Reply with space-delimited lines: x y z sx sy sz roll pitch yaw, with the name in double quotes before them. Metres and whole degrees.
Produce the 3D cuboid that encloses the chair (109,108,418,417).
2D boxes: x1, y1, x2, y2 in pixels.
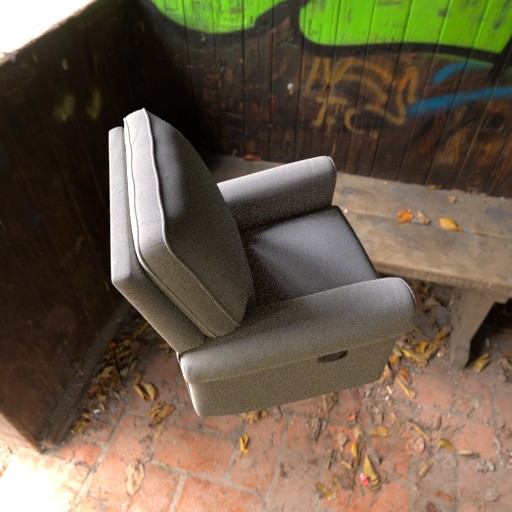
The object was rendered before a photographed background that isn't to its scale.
"chair" 0.000 0.000 1.641 0.878 0.960 0.890 -10 47 -9
